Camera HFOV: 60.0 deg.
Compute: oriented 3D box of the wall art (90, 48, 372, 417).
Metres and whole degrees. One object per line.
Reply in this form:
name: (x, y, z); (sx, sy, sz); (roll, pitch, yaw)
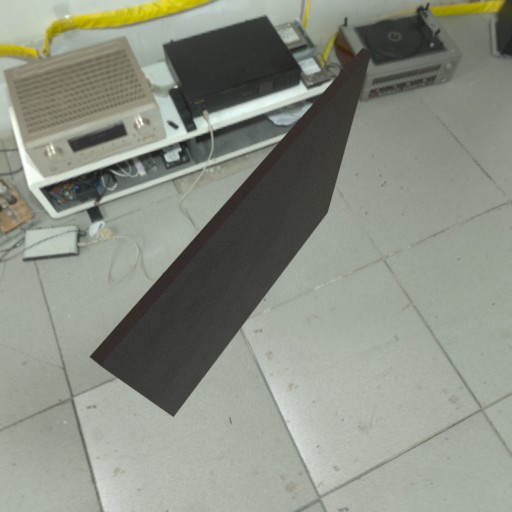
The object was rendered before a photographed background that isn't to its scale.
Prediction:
wall art: (0.000, 0.000, 1.608); (0.034, 0.952, 1.207); (33, 68, 15)
